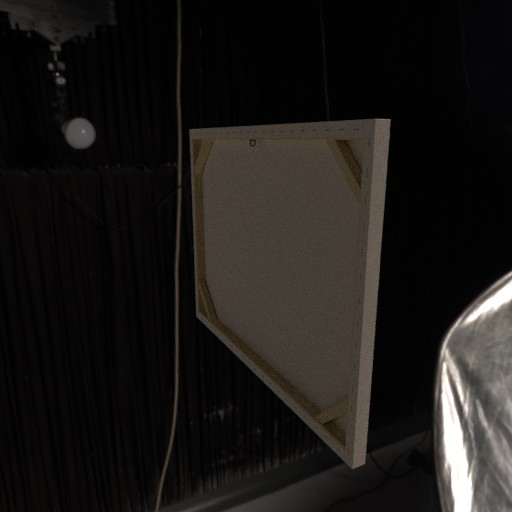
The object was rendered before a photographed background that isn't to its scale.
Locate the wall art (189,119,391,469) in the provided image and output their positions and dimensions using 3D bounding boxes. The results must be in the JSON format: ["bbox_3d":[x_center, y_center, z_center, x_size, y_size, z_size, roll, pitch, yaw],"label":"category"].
[{"bbox_3d":[0.000,0.000,1.355,0.038,0.762,1.016,-8,17,-27],"label":"wall art"}]
